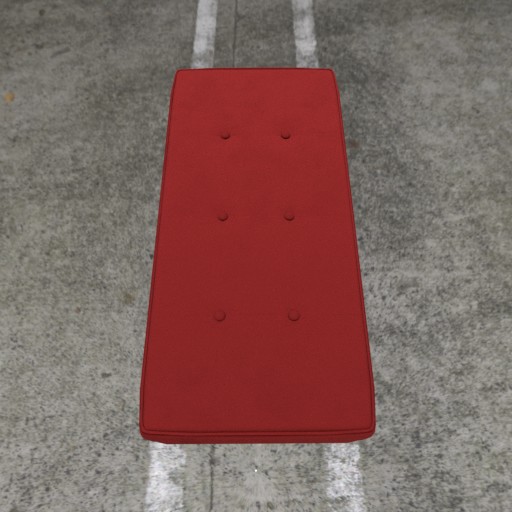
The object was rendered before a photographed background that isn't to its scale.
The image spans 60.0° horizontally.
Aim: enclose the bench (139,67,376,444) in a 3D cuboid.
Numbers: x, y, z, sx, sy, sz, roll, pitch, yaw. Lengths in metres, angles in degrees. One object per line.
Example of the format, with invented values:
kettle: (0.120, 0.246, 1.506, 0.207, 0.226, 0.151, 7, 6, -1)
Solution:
bench: (0.000, 0.000, 1.281, 0.492, 0.471, 1.016, 0, 64, 0)
